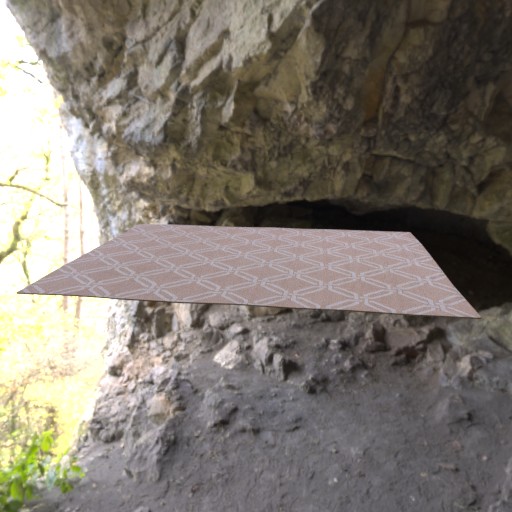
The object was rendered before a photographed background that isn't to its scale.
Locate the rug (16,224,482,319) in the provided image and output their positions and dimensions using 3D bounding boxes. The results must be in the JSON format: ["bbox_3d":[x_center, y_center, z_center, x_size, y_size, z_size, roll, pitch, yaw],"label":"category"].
[{"bbox_3d":[0.000,0.000,4.279,3.365,0.020,2.452,2,17,7],"label":"rug"}]
